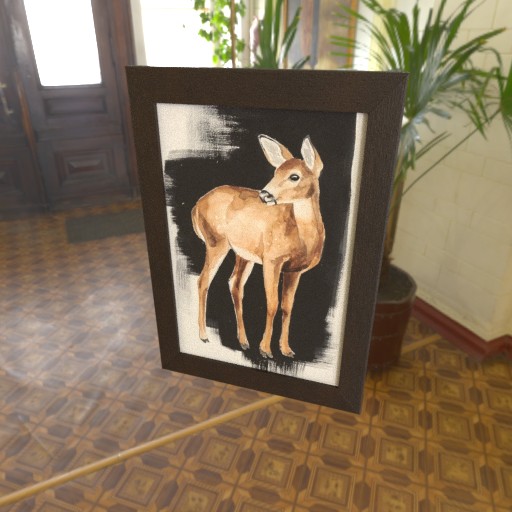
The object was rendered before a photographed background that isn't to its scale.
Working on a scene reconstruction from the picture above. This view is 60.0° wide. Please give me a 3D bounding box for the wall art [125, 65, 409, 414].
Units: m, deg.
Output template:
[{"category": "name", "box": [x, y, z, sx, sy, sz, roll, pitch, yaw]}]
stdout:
[{"category": "wall art", "box": [0.000, 0.000, 0.658, 0.359, 0.513, 0.017, 8, 28, 16]}]
